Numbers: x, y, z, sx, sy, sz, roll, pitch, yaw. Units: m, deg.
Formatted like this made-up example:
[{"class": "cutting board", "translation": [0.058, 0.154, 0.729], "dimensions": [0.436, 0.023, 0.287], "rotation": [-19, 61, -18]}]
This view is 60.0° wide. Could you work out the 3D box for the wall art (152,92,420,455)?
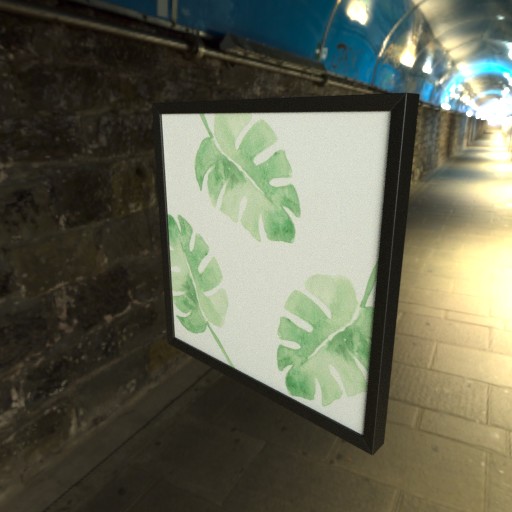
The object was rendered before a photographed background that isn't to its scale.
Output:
[{"class": "wall art", "translation": [0.000, 0.000, 0.762], "dimensions": [0.508, 0.508, 0.036], "rotation": [15, 23, 41]}]
